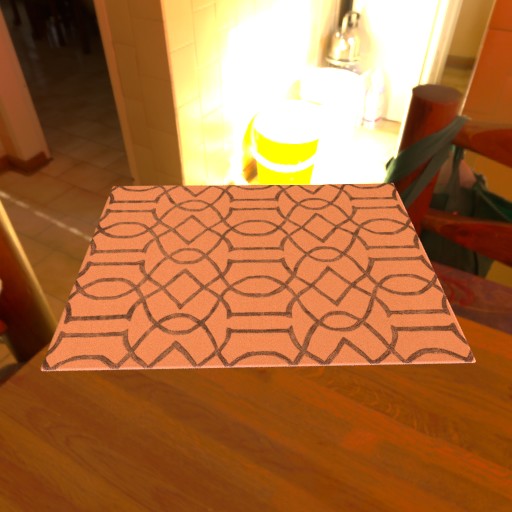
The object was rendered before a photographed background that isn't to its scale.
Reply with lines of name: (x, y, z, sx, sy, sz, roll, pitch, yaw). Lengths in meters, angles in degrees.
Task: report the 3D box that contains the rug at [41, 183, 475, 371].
rug: (0.000, 0.000, 3.776, 2.910, 0.021, 2.211, -1, 42, -1)
